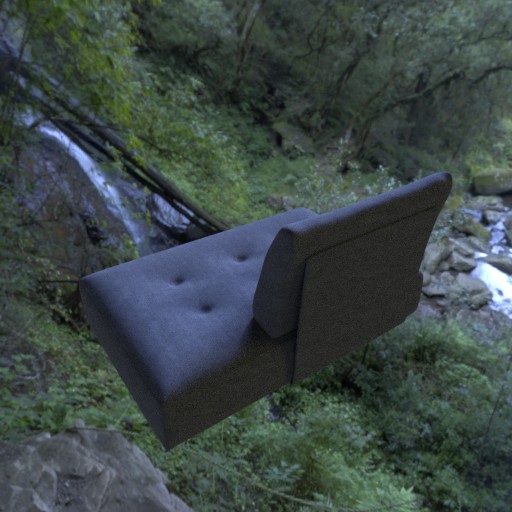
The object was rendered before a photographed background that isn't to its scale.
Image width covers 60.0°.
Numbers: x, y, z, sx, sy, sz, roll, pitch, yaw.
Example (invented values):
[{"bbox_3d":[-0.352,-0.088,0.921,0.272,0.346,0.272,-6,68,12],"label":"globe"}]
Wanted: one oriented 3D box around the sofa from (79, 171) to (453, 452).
[{"bbox_3d":[0.000,0.000,2.077,1.450,0.820,1.002,-20,36,-30],"label":"sofa"}]
